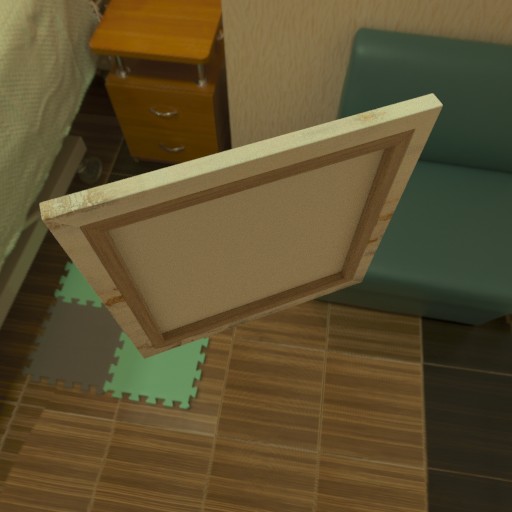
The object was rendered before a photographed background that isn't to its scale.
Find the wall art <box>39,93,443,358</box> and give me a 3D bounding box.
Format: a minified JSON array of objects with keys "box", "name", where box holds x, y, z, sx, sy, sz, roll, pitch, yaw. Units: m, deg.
[{"box":[0.000,0.000,1.117,0.753,0.755,0.038,-18,62,-10],"name":"wall art"}]
